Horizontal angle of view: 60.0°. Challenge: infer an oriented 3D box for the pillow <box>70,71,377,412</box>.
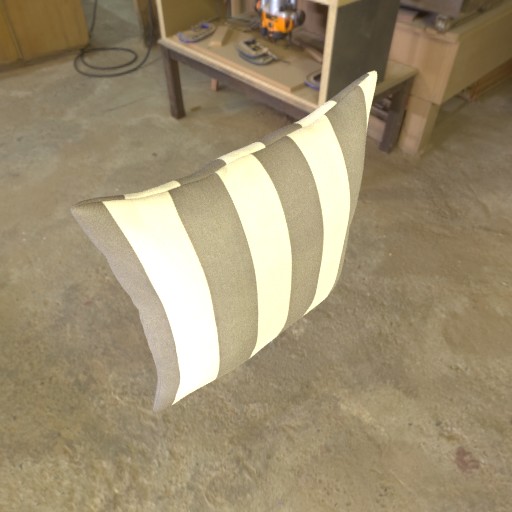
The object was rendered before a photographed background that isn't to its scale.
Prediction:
[{"bbox_3d":[0.000,0.000,0.773,0.522,0.507,0.192,-32,55,-27],"label":"pillow"}]
